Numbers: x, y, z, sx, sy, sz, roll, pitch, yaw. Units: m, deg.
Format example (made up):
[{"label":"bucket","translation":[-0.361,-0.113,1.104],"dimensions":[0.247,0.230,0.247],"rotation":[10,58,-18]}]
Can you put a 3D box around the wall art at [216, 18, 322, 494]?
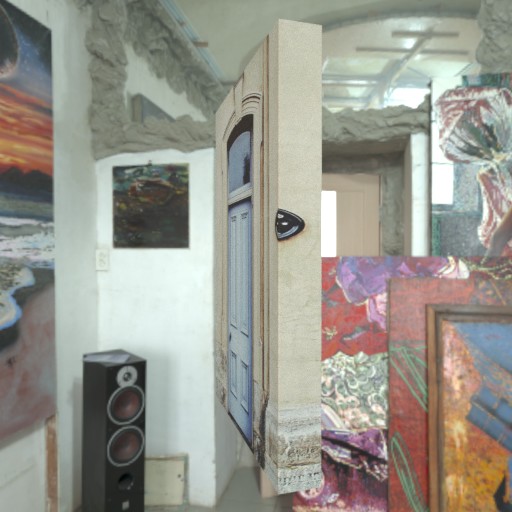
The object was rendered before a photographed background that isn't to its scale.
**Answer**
[{"label":"wall art","translation":[0.000,0.000,0.482],"dimensions":[0.038,0.381,0.254],"rotation":[0,1,-17]}]
